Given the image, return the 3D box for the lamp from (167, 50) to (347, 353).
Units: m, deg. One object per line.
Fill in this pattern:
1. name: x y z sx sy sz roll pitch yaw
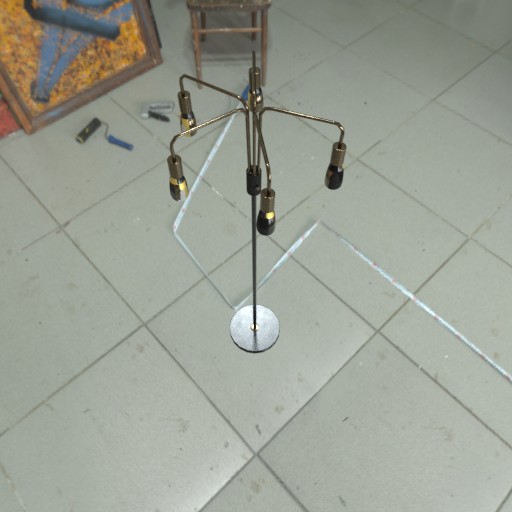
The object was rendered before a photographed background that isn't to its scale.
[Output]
1. lamp: 0.000 0.000 2.028 0.599 1.721 0.572 15 60 9
